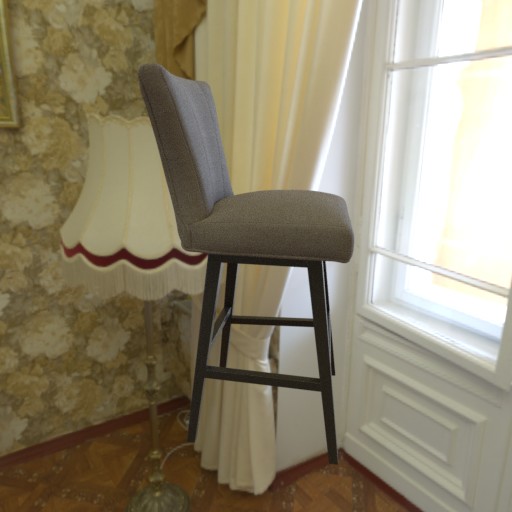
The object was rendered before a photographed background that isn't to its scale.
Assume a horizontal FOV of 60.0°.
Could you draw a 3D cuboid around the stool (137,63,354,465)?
[{"bbox_3d":[0.000,0.000,1.410,0.574,1.086,0.514,2,16,9],"label":"stool"}]
